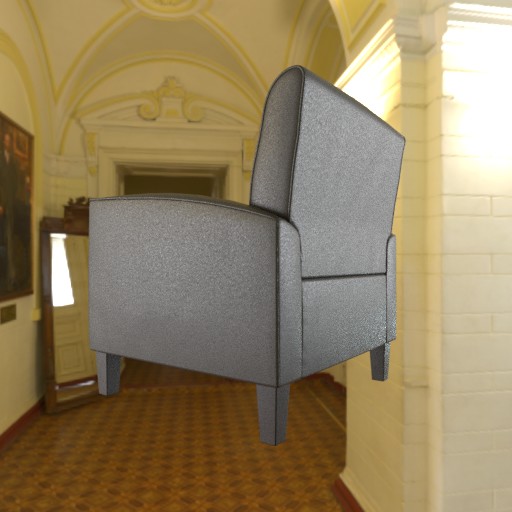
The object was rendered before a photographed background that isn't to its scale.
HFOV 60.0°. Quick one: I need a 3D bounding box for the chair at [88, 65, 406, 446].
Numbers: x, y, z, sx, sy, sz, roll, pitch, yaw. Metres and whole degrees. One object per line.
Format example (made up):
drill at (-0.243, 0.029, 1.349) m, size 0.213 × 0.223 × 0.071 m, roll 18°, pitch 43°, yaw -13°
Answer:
chair at (0.000, 0.000, 1.556) m, size 0.819 × 0.916 × 0.820 m, roll 0°, pitch -1°, yaw 37°
